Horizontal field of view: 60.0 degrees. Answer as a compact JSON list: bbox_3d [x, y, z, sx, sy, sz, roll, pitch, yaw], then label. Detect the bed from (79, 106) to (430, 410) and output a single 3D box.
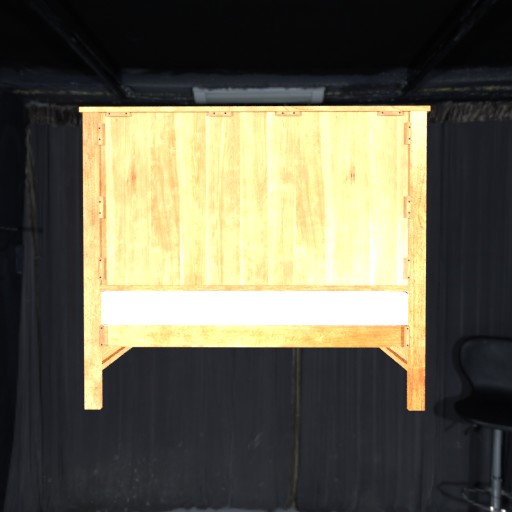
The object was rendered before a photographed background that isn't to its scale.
[{"bbox_3d":[0.000,0.000,3.558,1.936,1.686,2.201,0,1,1],"label":"bed"}]
